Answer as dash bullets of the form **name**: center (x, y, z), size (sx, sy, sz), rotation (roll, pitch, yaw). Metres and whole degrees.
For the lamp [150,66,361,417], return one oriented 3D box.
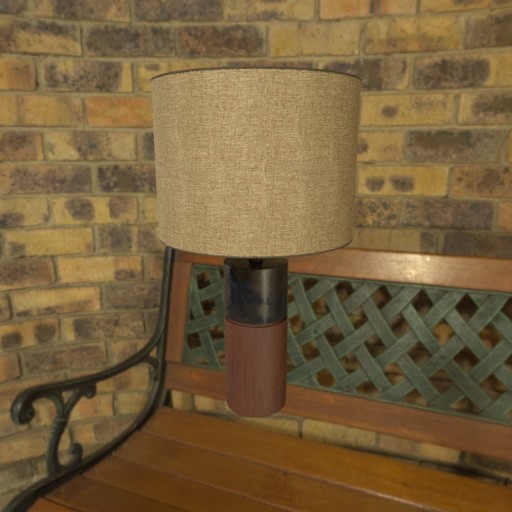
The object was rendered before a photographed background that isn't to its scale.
- **lamp**: center (0.000, 0.000, 0.478), size (0.202, 0.350, 0.202), rotation (0, 14, 0)
